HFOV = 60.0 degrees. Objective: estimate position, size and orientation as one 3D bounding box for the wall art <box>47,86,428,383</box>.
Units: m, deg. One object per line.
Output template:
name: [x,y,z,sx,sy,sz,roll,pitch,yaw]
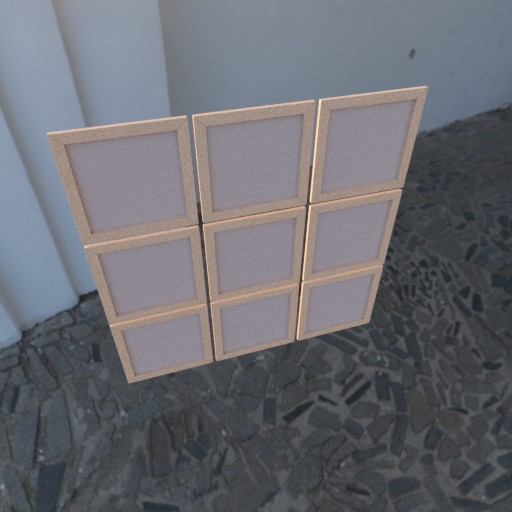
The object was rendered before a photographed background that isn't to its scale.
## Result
wall art: [0.000,0.000,1.762,1.217,1.207,0.016,-11,42,-13]
